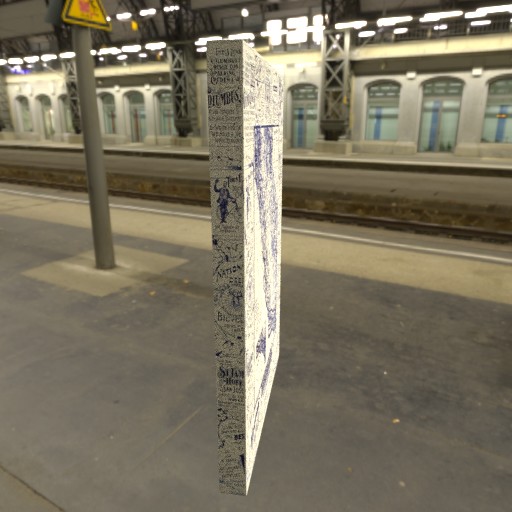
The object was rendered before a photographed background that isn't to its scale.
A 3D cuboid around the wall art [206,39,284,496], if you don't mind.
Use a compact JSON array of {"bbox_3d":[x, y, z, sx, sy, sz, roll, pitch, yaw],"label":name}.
[{"bbox_3d":[0.000,0.000,0.467,0.025,0.376,0.255,3,17,9],"label":"wall art"}]
